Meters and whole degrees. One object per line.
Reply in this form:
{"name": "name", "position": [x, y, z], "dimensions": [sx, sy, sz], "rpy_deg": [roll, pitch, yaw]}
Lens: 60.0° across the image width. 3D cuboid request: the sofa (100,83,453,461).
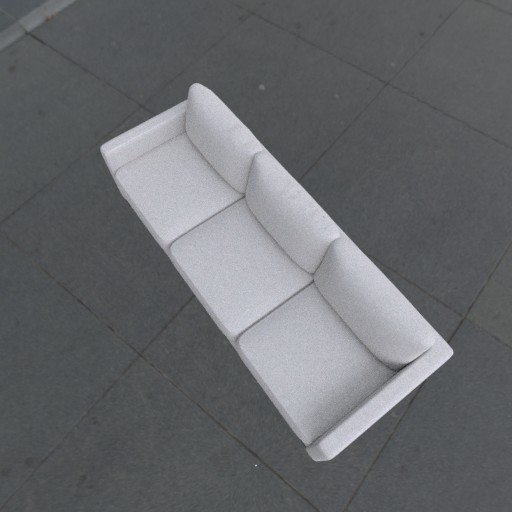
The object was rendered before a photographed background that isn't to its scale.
{"name": "sofa", "position": [0.000, 0.000, 2.682], "dimensions": [0.859, 0.874, 2.218], "rpy_deg": [-34, 69, -15]}
